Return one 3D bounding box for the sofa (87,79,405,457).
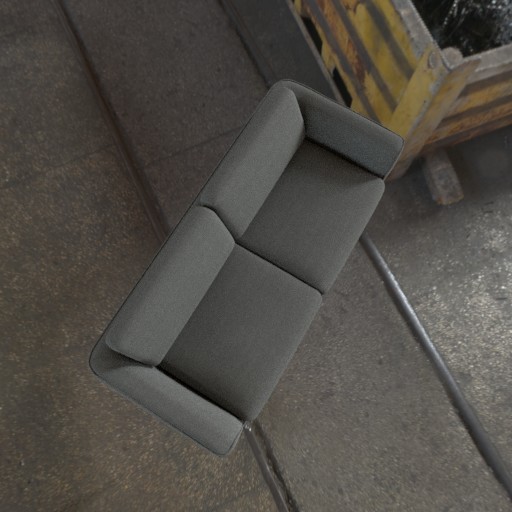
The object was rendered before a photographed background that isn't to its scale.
[{"bbox_3d":[0.000,0.000,2.547,0.920,0.850,2.000,30,76,8],"label":"sofa"}]
